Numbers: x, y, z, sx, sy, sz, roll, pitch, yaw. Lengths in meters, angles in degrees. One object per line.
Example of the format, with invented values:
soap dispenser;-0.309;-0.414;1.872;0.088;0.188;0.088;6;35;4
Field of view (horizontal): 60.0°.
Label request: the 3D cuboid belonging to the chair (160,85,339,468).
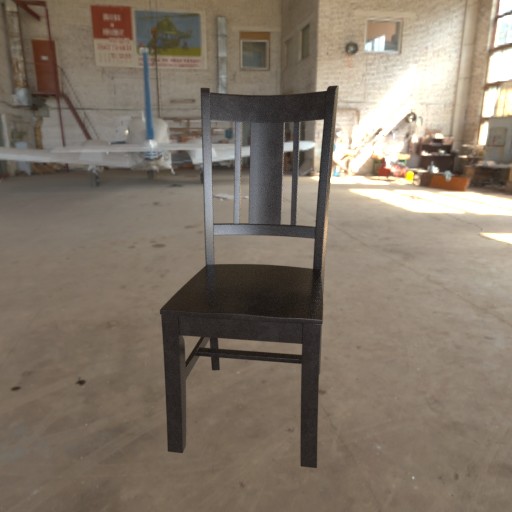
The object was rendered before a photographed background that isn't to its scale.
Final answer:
chair;0.000;0.000;1.322;0.450;0.998;0.555;2;15;9
